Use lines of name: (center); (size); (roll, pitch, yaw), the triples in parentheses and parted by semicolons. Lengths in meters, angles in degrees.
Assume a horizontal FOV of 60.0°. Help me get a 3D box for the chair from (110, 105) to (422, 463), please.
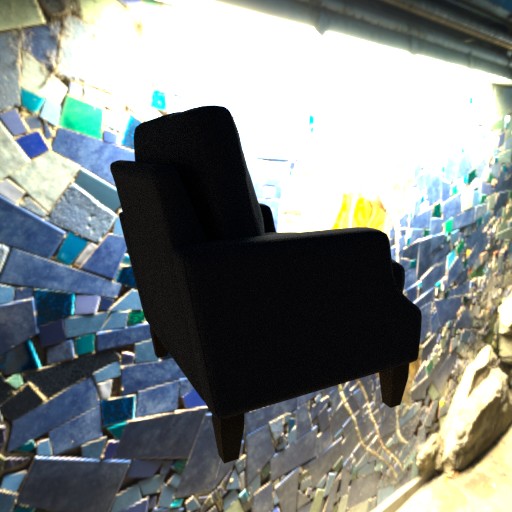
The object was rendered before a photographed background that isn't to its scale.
chair: (0.000, 0.000, 1.626); (0.897, 0.991, 0.855); (-7, 15, -26)
